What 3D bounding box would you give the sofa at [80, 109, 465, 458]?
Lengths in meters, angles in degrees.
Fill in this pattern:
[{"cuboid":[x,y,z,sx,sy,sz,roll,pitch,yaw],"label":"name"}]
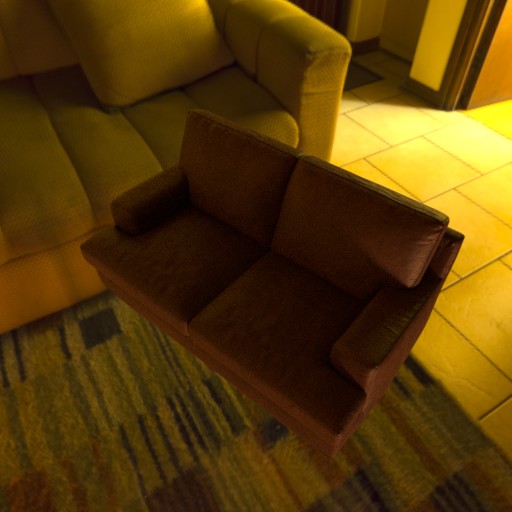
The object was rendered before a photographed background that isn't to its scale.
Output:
[{"cuboid":[0.000,0.000,2.511,1.880,0.939,1.143,30,54,25],"label":"sofa"}]
